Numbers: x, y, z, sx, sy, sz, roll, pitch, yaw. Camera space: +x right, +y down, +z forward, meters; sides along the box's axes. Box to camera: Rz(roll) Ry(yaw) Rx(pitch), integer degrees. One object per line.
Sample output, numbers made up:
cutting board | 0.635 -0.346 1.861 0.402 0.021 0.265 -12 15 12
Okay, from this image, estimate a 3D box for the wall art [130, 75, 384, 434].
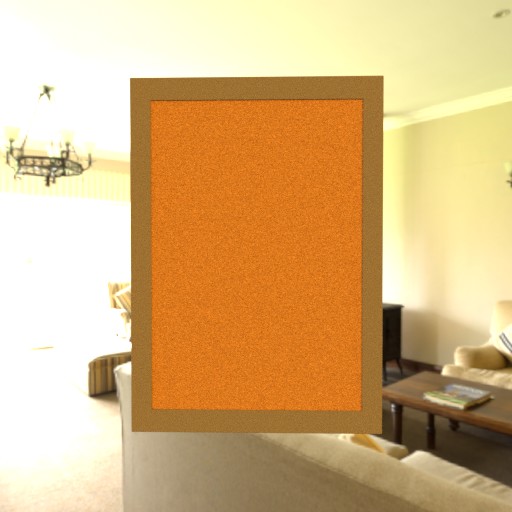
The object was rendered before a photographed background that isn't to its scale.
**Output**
wall art | 0.000 0.000 0.662 0.374 0.529 0.012 0 1 1
